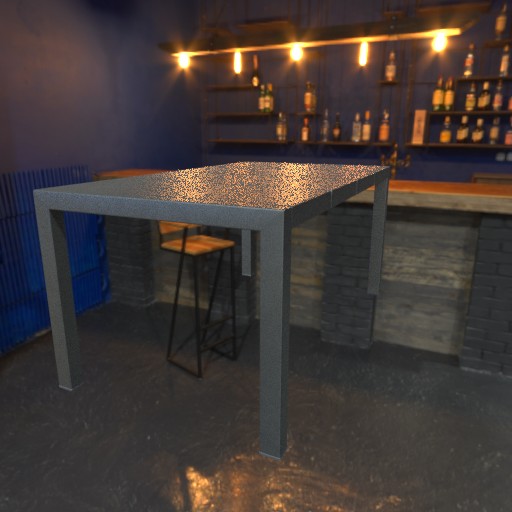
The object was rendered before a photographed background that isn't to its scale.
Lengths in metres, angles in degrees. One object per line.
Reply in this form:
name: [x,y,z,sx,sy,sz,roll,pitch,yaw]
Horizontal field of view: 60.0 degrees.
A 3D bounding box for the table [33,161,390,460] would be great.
table: [0.000,0.000,1.275,0.559,0.460,0.965,7,17,25]
